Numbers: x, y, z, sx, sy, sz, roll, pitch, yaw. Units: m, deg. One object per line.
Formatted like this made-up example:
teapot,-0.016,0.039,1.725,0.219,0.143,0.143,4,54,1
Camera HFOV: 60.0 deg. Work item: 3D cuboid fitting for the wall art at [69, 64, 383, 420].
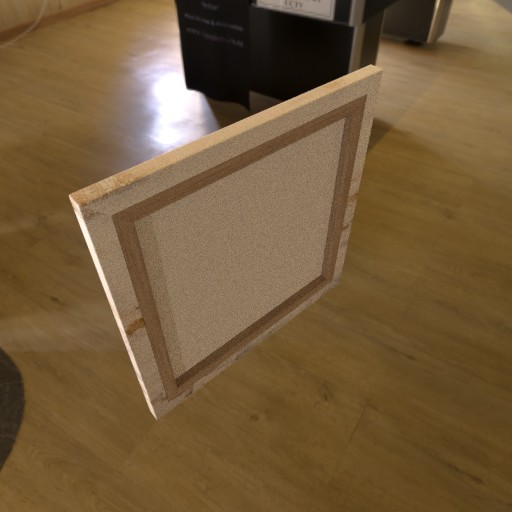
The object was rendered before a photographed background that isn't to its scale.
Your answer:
wall art,0.000,0.000,1.130,0.753,0.755,0.038,-32,54,-27
